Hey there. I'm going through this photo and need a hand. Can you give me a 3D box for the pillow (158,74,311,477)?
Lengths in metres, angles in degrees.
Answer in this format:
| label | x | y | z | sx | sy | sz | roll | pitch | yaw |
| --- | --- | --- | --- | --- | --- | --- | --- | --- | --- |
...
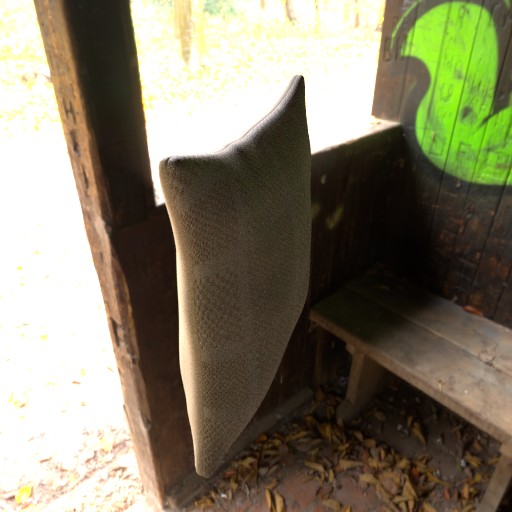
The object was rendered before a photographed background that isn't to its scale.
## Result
| label | x | y | z | sx | sy | sz | roll | pitch | yaw |
| --- | --- | --- | --- | --- | --- | --- | --- | --- | --- |
| pillow | 0.000 | 0.000 | 0.645 | 0.138 | 0.432 | 0.436 | 10 | 33 | 16 |
